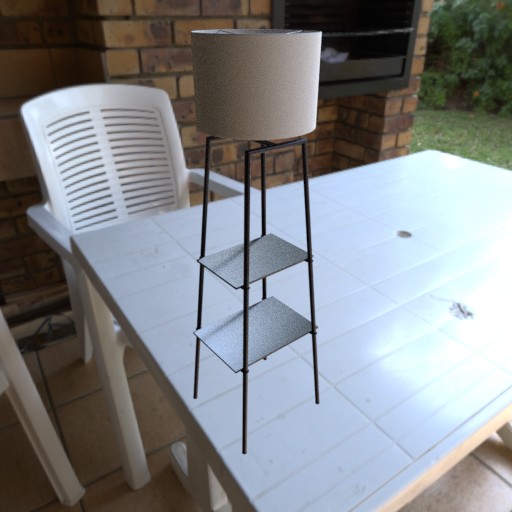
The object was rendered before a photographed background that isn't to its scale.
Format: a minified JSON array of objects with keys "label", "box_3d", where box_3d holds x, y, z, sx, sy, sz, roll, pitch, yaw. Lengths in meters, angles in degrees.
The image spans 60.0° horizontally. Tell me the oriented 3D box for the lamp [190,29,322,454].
[{"label":"lamp","box_3d":[0.000,0.000,1.629,0.427,1.474,0.384,-21,35,-33]}]
